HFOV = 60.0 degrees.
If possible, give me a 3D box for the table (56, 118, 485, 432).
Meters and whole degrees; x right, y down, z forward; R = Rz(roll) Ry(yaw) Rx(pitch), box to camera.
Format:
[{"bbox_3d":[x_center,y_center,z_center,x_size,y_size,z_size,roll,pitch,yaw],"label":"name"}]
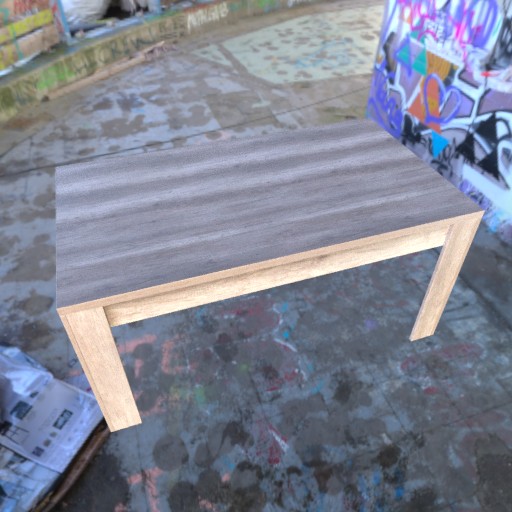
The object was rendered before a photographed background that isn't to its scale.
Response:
[{"bbox_3d":[0.000,0.000,2.127,1.600,0.775,0.900,-13,43,-14],"label":"table"}]
